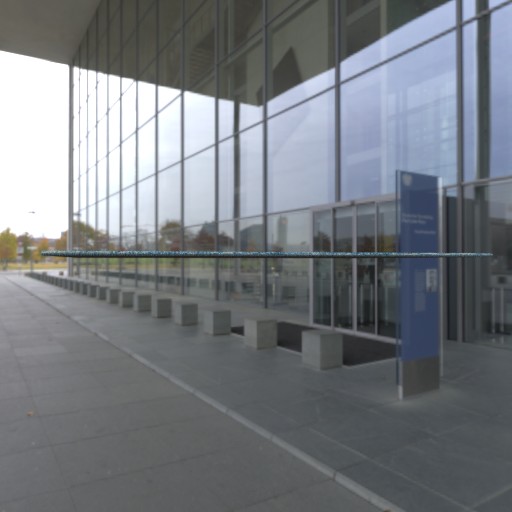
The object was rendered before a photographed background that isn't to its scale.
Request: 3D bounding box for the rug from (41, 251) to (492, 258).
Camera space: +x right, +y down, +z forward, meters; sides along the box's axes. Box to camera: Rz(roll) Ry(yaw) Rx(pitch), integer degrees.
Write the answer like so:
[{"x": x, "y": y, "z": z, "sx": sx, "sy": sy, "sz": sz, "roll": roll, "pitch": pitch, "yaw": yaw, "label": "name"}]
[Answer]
[{"x": 0.000, "y": 0.000, "z": 2.281, "sx": 1.829, "sy": 0.016, "sz": 1.219, "roll": 0, "pitch": -1, "yaw": -17, "label": "rug"}]
